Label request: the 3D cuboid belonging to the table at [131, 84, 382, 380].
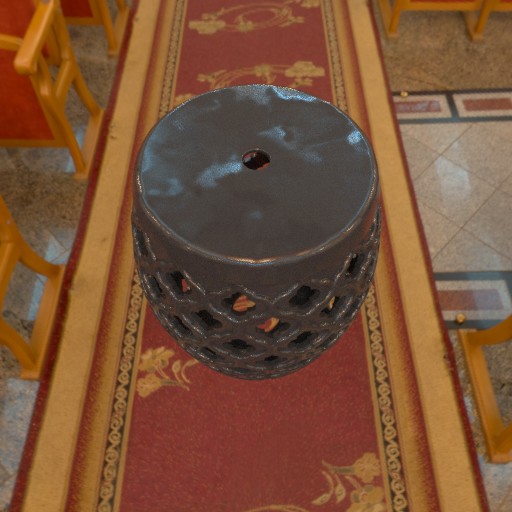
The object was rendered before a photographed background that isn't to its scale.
[{"bbox_3d":[0.000,0.000,0.634,0.325,0.388,0.325,0,58,0],"label":"table"}]
